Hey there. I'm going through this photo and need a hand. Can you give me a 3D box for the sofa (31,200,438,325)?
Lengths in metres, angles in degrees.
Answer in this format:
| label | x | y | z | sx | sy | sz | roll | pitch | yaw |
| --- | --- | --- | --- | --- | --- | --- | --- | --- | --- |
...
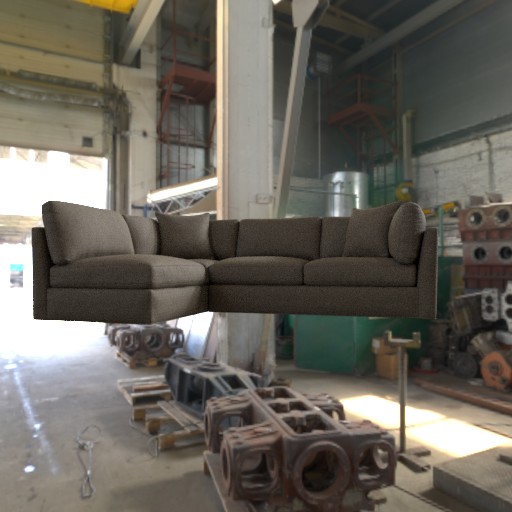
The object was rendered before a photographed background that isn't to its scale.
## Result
| label | x | y | z | sx | sy | sz | roll | pitch | yaw |
| --- | --- | --- | --- | --- | --- | --- | --- | --- | --- |
| sofa | 0.000 | 0.000 | 3.789 | 2.896 | 0.978 | 1.994 | 0 | -2 | 17 |
